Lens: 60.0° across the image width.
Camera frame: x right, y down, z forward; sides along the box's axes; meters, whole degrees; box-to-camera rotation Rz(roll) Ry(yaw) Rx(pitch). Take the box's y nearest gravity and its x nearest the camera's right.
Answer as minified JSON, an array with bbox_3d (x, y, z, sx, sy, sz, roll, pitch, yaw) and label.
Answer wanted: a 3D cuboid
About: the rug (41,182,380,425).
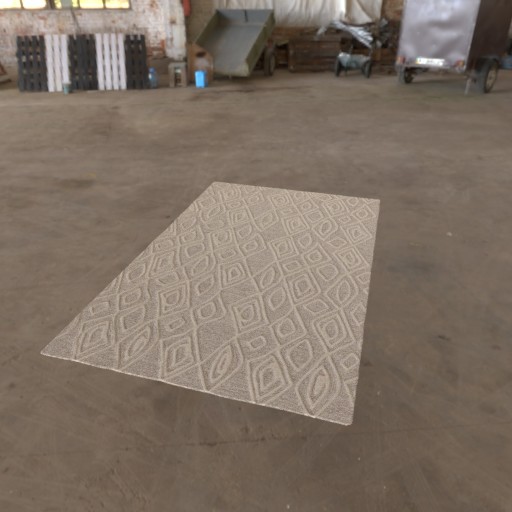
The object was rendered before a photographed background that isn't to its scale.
[{"bbox_3d":[0.000,0.000,3.030,1.546,0.010,2.442,8,32,14],"label":"rug"}]
